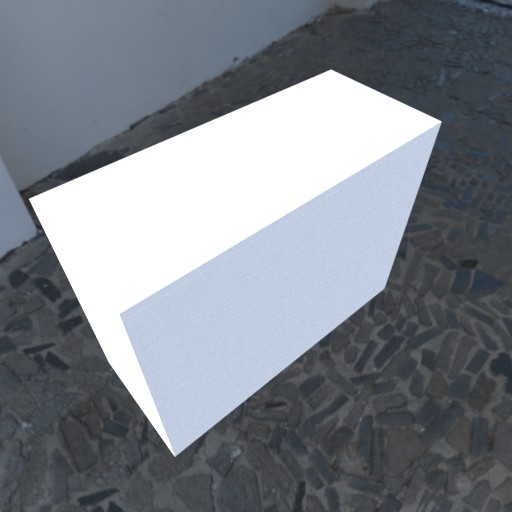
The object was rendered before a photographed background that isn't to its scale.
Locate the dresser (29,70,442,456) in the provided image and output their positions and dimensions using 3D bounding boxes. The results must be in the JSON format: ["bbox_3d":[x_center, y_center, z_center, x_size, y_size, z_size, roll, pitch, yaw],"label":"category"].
[{"bbox_3d":[0.000,0.000,1.534,1.100,0.820,0.460,-32,55,-26],"label":"dresser"}]
